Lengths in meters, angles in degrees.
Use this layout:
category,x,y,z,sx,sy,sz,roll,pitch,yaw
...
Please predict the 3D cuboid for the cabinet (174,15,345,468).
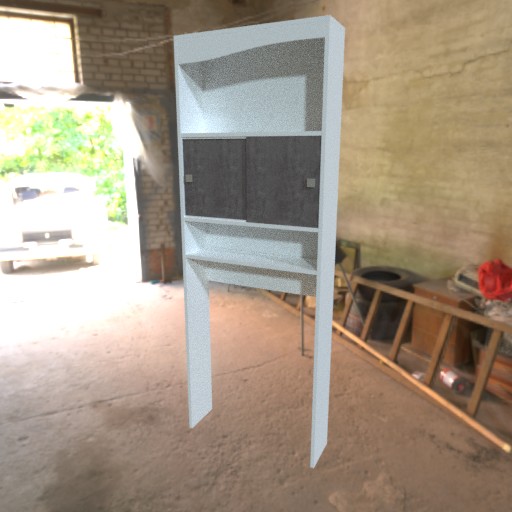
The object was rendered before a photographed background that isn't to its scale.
category,x,y,z,sx,sy,sz,roll,pitch,yaw
cabinet,0.000,0.000,1.910,0.643,1.770,0.192,7,15,26
